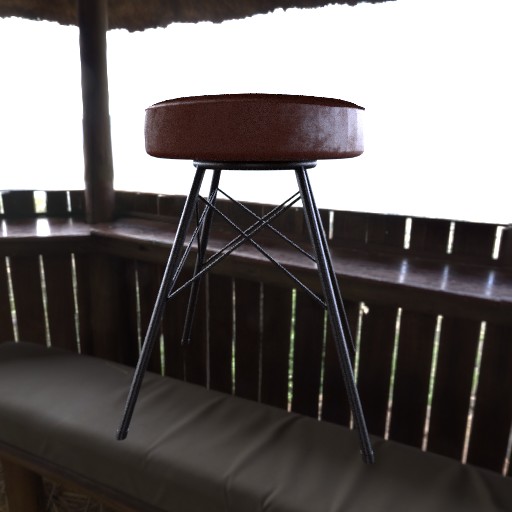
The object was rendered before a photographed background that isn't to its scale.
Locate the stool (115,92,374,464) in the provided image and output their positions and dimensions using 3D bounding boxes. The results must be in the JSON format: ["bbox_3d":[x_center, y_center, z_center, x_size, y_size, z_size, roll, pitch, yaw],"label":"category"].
[{"bbox_3d":[0.000,0.000,0.896,0.457,0.593,0.421,2,14,8],"label":"stool"}]
